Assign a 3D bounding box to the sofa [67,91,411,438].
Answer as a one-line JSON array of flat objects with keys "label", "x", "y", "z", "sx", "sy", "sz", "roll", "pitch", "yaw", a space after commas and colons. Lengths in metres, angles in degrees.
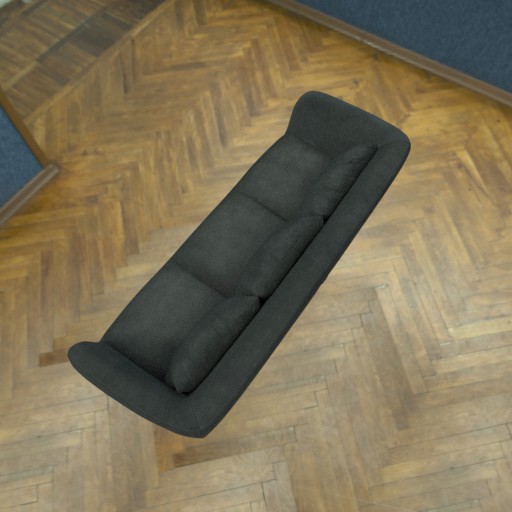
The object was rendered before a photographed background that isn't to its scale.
[{"label": "sofa", "x": 0.000, "y": 0.000, "z": 2.787, "sx": 0.956, "sy": 0.875, "sz": 2.296, "roll": 33, "pitch": 68, "yaw": 15}]
